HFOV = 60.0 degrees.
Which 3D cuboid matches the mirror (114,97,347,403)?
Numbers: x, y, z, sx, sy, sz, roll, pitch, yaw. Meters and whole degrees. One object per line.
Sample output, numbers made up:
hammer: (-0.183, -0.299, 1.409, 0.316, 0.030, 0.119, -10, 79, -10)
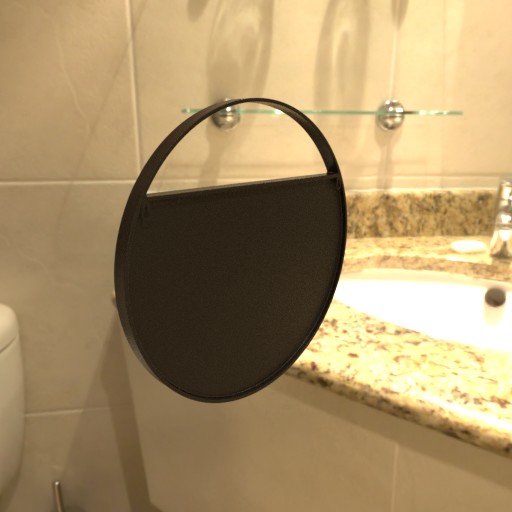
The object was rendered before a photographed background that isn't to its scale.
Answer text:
mirror: (0.000, 0.000, 0.841, 0.032, 0.565, 0.565, 15, 22, 43)
